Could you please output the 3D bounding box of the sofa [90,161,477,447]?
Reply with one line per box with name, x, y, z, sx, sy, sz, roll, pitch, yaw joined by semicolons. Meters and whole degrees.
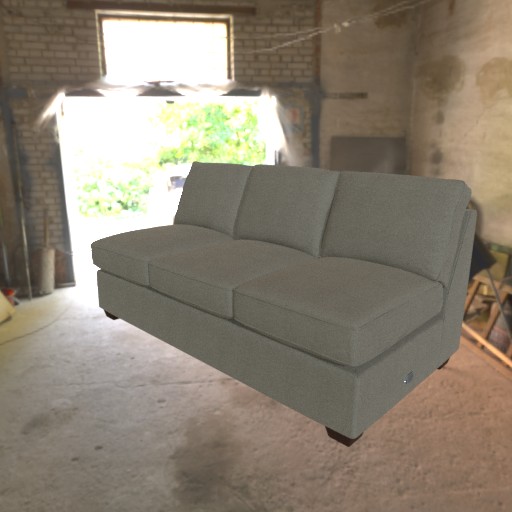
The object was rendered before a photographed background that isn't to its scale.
sofa;0.000;0.000;2.657;2.092;1.036;1.127;14;20;42
